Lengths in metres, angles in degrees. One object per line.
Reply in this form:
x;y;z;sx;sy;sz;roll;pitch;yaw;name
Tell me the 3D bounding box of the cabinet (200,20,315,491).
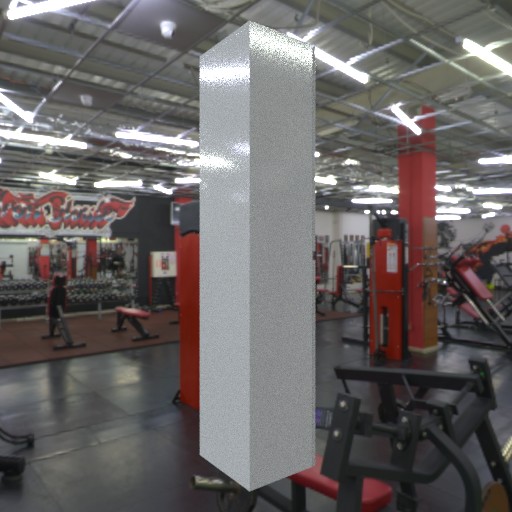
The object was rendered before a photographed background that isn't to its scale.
0.000;0.000;1.518;0.270;1.400;0.300;0;0;-37;cabinet
